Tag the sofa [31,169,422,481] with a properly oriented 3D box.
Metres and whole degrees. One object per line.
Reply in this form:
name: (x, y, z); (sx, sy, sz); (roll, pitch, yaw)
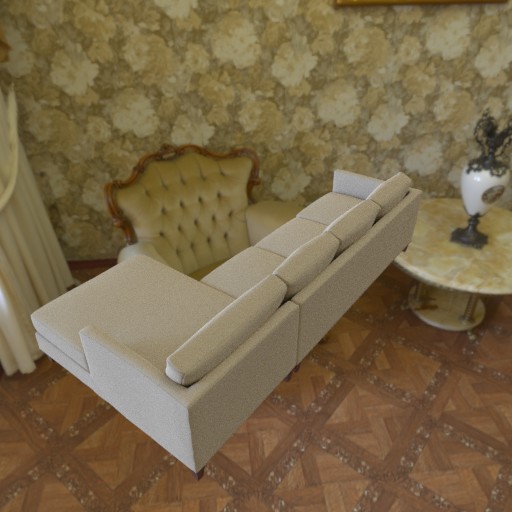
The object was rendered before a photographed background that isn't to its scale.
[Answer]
sofa: (0.000, 0.000, 3.755); (1.625, 0.861, 3.186); (23, 40, 31)
